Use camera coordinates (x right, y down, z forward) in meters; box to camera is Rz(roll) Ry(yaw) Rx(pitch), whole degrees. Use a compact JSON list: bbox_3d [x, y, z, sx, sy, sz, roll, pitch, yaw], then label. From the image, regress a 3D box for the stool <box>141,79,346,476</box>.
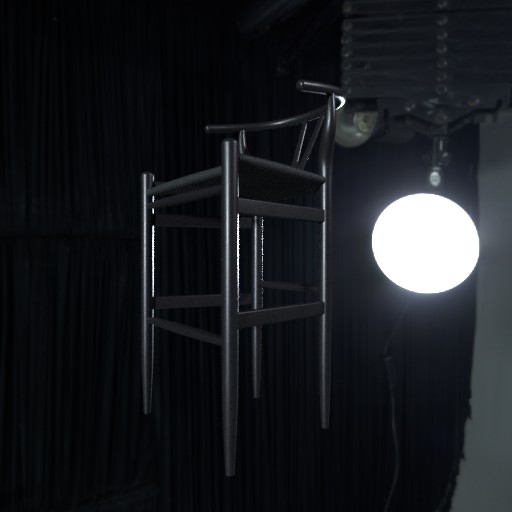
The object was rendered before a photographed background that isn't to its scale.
[{"bbox_3d":[0.000,0.000,1.458,0.579,1.072,0.569,0,0,-36],"label":"stool"}]
